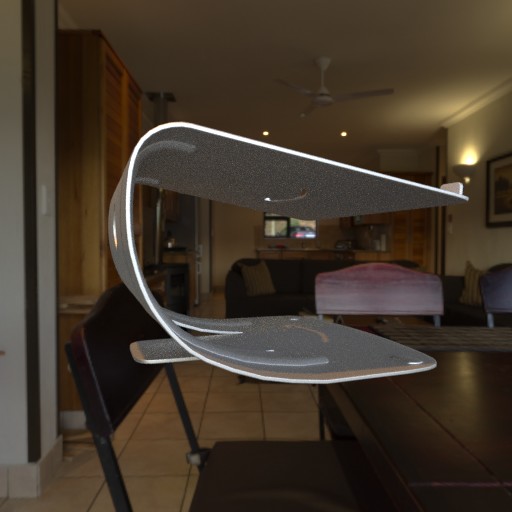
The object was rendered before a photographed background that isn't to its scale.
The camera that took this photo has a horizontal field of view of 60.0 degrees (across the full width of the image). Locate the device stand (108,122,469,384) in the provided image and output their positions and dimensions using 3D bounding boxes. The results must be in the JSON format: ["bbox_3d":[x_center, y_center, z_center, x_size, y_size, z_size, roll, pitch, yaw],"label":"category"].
[{"bbox_3d":[0.000,0.000,0.388,0.236,0.155,0.256,0,1,-20],"label":"device stand"}]
